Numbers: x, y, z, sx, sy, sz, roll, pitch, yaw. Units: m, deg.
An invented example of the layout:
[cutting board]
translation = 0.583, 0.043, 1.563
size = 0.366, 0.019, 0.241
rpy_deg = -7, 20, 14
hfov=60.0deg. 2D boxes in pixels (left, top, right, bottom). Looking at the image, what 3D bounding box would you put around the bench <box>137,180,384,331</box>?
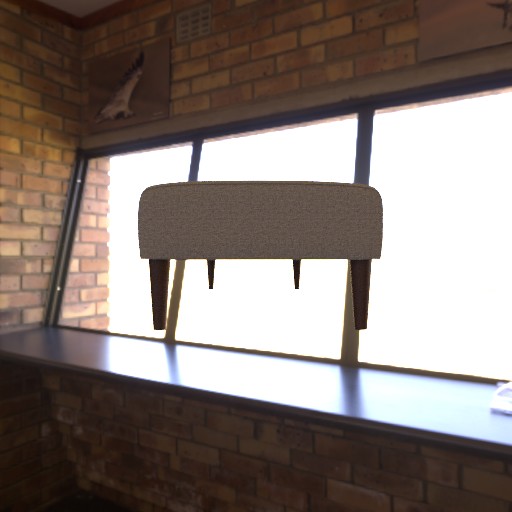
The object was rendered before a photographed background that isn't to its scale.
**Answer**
[bench]
translation = 0.000, 0.000, 1.864
size = 0.631, 0.383, 1.598
rpy_deg = 0, -1, -1
